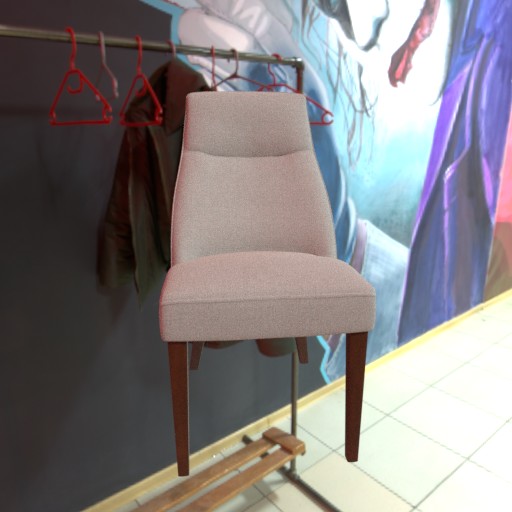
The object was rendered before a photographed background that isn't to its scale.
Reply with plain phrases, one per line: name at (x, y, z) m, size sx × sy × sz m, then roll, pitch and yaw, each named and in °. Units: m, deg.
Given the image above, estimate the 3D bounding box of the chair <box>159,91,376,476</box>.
chair at (0.000, 0.000, 1.270) m, size 0.500 × 0.930 × 0.620 m, roll -2°, pitch 16°, yaw -6°
